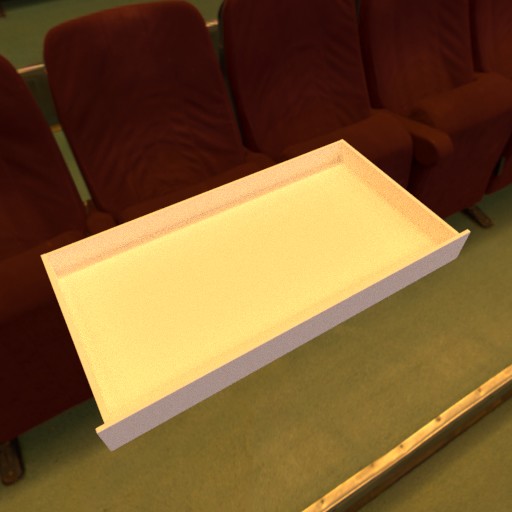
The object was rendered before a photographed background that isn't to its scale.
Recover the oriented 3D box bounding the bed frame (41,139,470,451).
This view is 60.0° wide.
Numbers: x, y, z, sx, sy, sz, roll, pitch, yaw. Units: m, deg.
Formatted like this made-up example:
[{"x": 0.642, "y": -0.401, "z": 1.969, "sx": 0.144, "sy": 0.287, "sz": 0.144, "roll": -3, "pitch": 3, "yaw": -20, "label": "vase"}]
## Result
[{"x": 0.000, "y": 0.000, "z": 1.525, "sx": 1.300, "sy": 0.141, "sz": 0.670, "roll": -25, "pitch": 54, "yaw": -20, "label": "bed frame"}]
